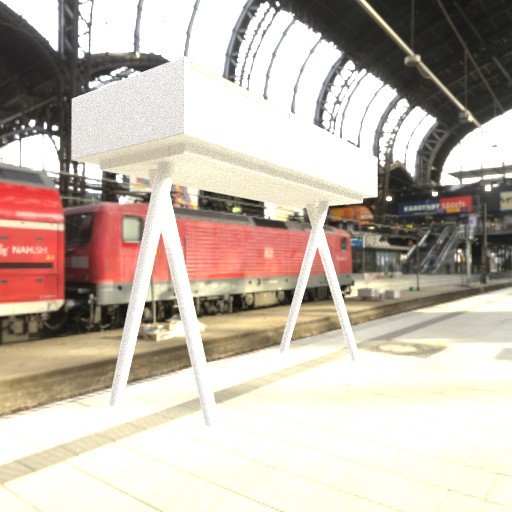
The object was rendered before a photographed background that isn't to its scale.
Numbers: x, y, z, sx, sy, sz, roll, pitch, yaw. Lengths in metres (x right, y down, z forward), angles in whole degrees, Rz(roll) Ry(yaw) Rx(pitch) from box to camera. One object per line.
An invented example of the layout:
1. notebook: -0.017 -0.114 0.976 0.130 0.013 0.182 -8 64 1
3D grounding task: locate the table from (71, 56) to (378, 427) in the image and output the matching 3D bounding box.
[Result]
1. table: 0.000 0.000 1.437 0.418 0.785 1.066 -1 -1 36
